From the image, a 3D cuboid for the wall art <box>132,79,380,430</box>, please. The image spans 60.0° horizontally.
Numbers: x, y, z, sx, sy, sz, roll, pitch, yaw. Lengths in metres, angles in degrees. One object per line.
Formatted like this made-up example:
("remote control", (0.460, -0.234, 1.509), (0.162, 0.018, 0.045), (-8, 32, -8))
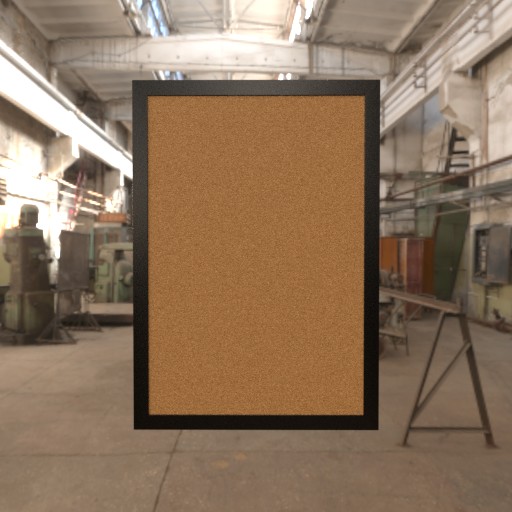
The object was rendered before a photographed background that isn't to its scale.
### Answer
("wall art", (0.000, 0.000, 0.839), (0.462, 0.656, 0.019), (0, 1, 0))
